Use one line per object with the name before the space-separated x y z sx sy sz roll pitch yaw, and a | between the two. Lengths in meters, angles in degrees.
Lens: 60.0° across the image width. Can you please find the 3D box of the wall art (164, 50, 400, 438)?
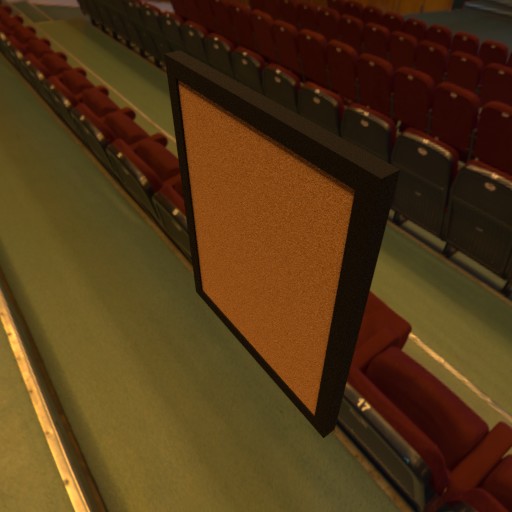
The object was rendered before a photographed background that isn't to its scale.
wall art | 0.000 0.000 0.770 0.029 0.559 0.457 -26 49 -26
